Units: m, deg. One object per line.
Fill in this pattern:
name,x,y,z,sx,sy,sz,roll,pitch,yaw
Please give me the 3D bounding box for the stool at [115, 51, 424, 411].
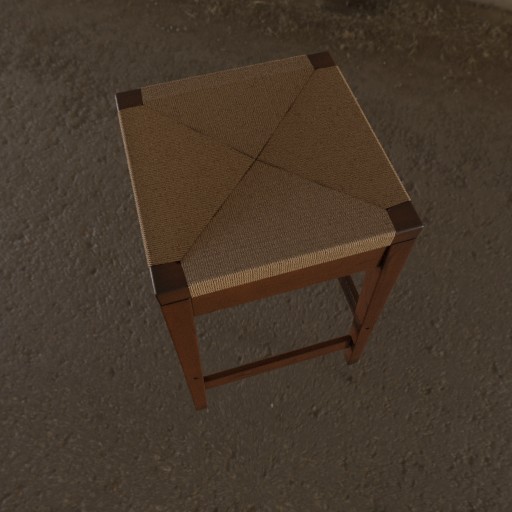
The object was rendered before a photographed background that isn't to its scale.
stool,0.000,0.000,1.094,0.507,0.762,0.497,-14,63,-7
